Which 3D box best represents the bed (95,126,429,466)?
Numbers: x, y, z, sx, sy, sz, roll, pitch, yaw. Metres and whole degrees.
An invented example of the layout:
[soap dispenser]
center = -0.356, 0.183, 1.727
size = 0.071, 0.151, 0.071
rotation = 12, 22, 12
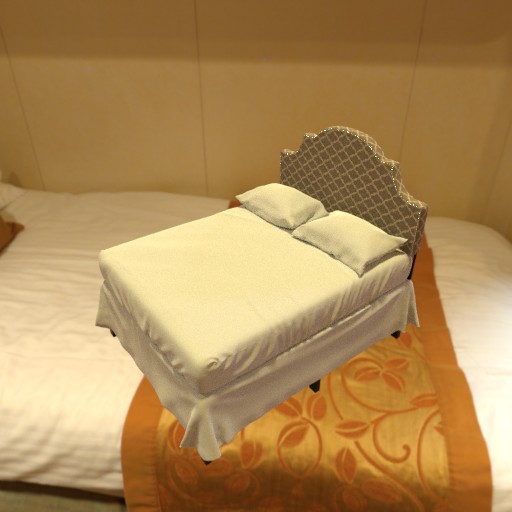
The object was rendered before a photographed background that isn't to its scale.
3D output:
[bed]
center = 0.000, 0.000, 3.430
size = 2.222, 1.633, 1.780
rotation = -22, 38, -31
